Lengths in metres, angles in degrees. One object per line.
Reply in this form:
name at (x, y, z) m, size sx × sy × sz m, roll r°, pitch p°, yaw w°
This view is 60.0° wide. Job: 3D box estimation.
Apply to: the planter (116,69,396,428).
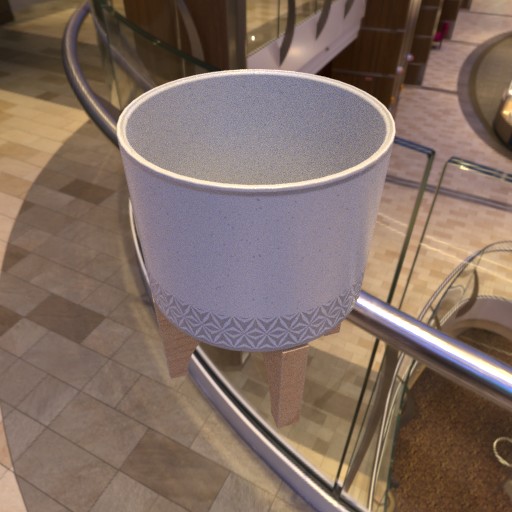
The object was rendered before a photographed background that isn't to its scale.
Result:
planter at (0.000, 0.000, 0.269) m, size 0.130 × 0.178 × 0.130 m, roll 0°, pitch 41°, yaw 0°
